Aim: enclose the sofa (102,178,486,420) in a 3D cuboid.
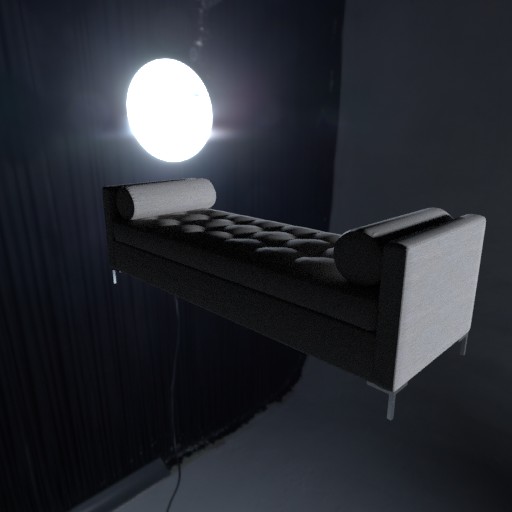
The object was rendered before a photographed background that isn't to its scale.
[{"bbox_3d":[0.000,0.000,2.323,0.686,0.635,1.981,-16,22,-43],"label":"sofa"}]
